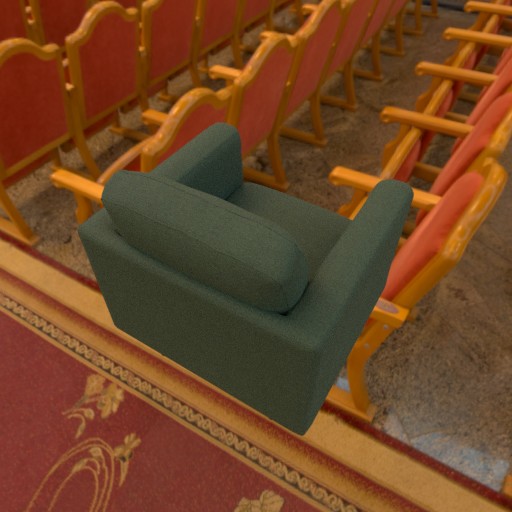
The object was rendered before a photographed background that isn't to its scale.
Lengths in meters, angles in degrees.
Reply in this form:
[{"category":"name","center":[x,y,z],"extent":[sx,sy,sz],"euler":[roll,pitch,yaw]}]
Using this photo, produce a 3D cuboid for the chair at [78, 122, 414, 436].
[{"category":"chair","center":[0.000,0.000,1.625],"extent":[0.855,0.927,0.800],"euler":[24,51,21]}]
